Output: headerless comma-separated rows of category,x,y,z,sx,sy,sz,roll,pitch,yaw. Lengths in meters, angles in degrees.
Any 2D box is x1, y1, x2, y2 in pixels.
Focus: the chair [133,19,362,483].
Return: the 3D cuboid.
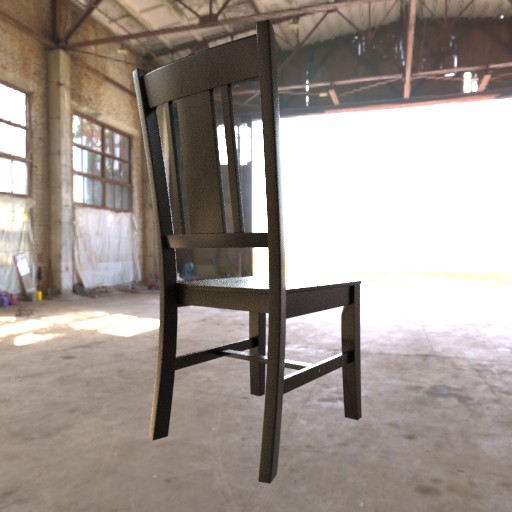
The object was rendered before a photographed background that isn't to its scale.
chair,0.000,0.000,1.268,0.450,0.998,0.555,0,1,37
